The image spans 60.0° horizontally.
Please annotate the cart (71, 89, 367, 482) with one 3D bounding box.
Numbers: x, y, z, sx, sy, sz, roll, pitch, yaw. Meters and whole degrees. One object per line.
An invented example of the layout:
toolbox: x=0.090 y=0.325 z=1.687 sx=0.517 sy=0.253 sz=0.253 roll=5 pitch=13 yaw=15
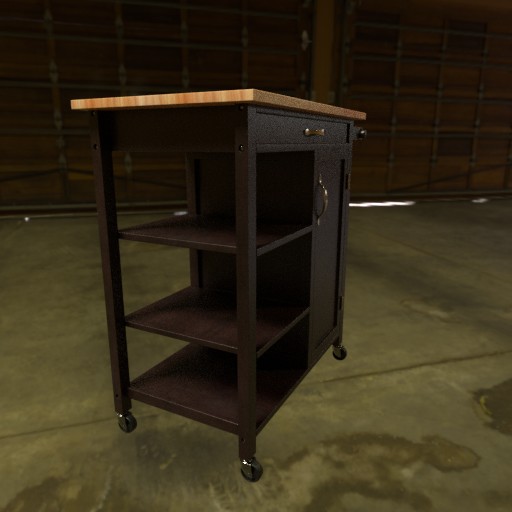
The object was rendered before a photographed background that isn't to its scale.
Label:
cart: x=0.000 y=0.000 z=1.397 sx=0.472 sy=0.878 sz=0.914 roll=7 pitch=16 yaw=27
